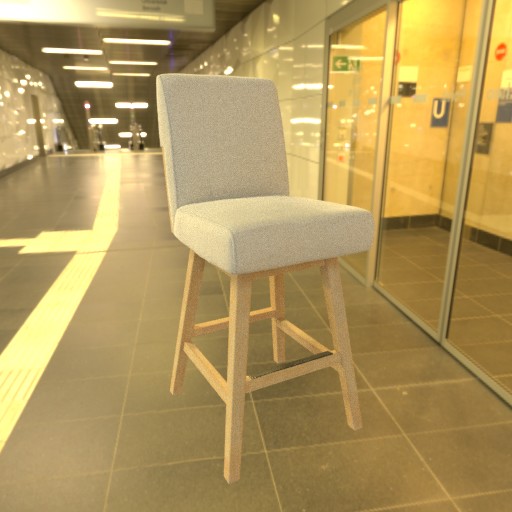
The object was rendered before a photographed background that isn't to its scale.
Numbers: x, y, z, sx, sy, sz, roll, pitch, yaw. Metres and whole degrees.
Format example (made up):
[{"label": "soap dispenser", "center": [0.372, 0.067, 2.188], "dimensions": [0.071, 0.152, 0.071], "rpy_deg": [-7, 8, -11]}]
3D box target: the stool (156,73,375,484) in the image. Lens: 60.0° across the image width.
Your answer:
[{"label": "stool", "center": [0.000, 0.000, 1.293], "dimensions": [0.446, 1.015, 0.543], "rpy_deg": [-9, 20, -28]}]
